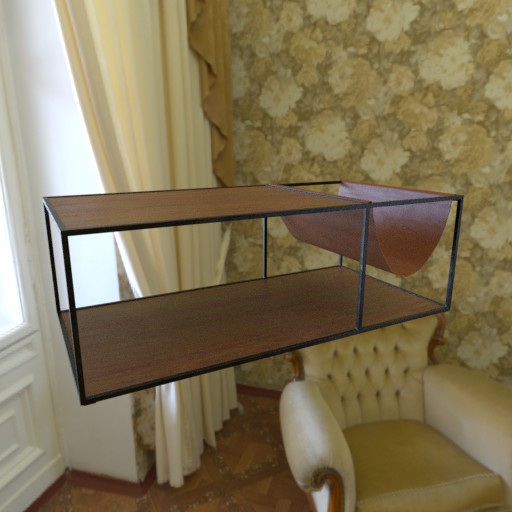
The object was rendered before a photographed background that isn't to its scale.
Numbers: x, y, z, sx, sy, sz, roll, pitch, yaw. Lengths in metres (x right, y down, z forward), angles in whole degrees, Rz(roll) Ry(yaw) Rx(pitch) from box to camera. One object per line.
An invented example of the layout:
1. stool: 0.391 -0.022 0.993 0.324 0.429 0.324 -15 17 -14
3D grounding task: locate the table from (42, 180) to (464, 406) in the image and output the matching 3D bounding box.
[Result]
1. table: 0.000 0.000 1.458 1.199 0.403 0.597 -8 17 -27
